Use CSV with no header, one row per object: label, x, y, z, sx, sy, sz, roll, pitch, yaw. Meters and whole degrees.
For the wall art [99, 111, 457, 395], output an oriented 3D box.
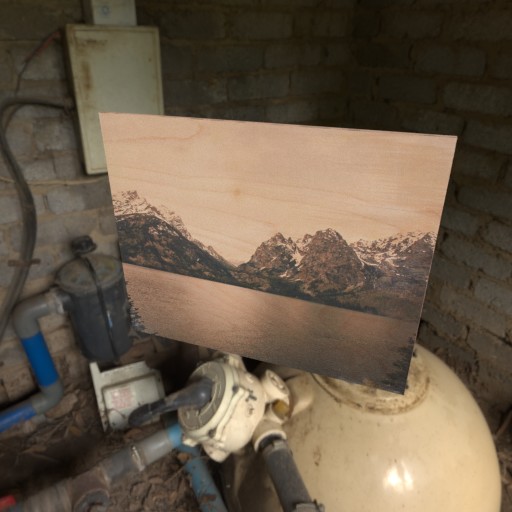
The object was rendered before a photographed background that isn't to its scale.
wall art,0.000,0.000,0.697,0.508,0.408,0.010,10,29,18
